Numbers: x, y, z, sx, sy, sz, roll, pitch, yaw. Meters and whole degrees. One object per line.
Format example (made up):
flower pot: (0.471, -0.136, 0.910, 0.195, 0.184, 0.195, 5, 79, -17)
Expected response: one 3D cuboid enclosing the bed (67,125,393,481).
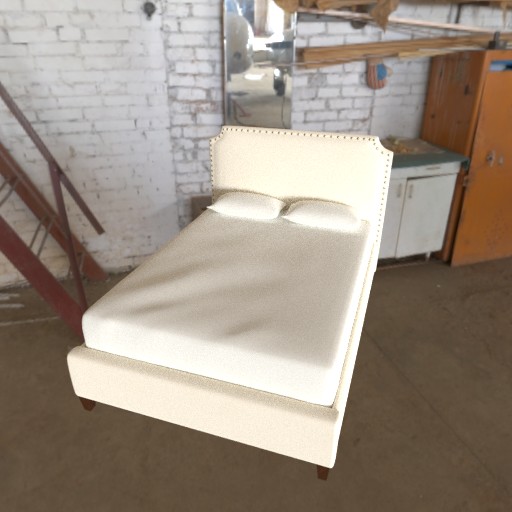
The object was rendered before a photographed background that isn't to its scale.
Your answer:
bed: (0.000, 0.000, 3.354, 1.712, 1.443, 2.365, 9, 29, 17)
